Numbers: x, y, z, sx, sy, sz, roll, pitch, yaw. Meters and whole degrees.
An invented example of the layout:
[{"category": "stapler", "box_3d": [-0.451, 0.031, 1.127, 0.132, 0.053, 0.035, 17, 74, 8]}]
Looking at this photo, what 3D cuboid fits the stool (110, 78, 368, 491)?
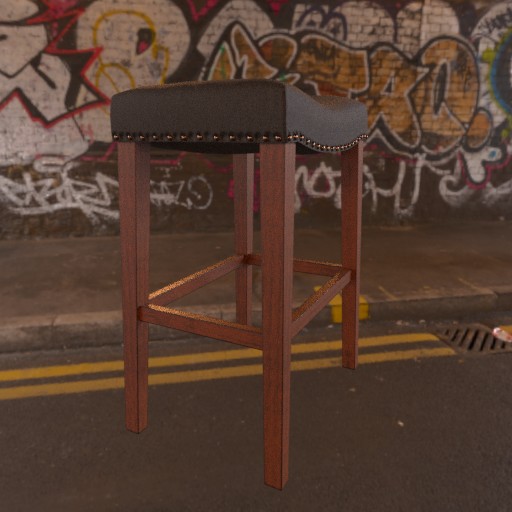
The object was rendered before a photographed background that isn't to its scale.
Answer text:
[{"category": "stool", "box_3d": [0.000, 0.000, 0.865, 0.320, 0.612, 0.439, 8, 17, 27]}]
